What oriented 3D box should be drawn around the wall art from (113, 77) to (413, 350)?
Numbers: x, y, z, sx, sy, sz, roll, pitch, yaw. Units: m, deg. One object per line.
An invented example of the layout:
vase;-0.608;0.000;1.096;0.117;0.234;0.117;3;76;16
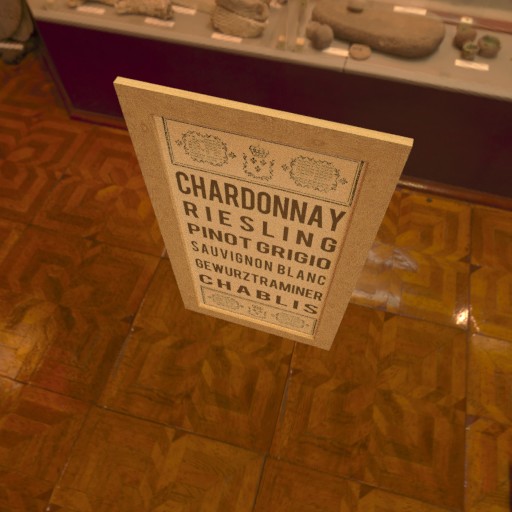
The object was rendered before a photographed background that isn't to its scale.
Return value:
wall art;0.000;0.000;0.833;0.381;0.683;0.013;15;59;9
